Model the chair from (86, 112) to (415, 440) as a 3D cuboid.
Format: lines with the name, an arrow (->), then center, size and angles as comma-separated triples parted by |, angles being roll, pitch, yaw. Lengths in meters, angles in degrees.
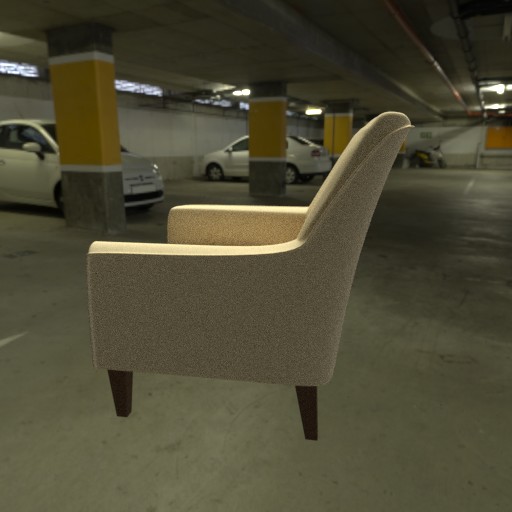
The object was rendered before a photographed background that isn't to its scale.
chair -> 0.000, 0.000, 1.582 | 0.899, 0.919, 0.780 | 2, 14, 9
